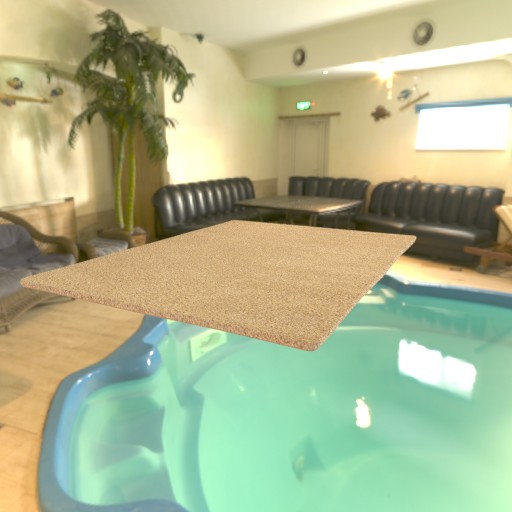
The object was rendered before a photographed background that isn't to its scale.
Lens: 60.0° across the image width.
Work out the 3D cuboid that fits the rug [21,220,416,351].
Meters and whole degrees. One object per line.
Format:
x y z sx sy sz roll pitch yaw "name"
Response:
0.000 0.000 2.088 1.199 0.025 1.600 7 16 27 "rug"
